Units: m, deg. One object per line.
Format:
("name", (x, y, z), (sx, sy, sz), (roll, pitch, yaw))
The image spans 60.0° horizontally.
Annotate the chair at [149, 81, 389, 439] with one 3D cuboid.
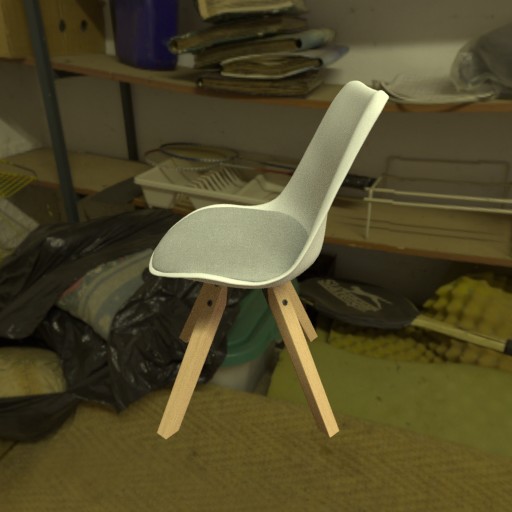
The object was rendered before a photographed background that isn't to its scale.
("chair", (0.000, 0.000, 1.177), (0.550, 0.850, 0.485), (0, 26, -1))
